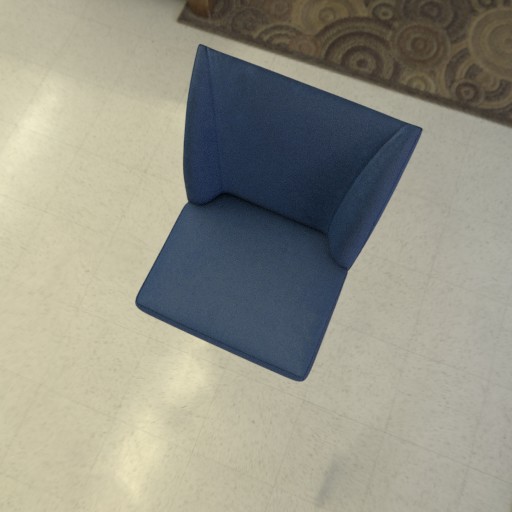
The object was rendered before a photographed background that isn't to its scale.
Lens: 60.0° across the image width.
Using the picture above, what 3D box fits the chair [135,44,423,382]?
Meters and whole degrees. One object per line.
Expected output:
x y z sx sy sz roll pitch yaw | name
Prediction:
0.000 0.000 1.206 0.508 0.863 0.522 23 76 6 | chair
